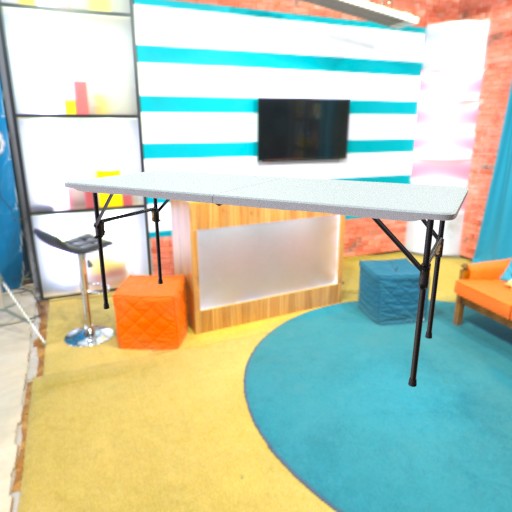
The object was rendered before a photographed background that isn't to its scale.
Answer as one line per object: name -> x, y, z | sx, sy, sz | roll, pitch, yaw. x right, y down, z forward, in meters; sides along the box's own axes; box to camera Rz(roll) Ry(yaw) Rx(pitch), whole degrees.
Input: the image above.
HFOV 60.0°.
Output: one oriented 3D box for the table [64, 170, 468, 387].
table -> 0.000, 0.000, 2.237 | 1.829, 0.719, 0.761 | 8, 18, 27
